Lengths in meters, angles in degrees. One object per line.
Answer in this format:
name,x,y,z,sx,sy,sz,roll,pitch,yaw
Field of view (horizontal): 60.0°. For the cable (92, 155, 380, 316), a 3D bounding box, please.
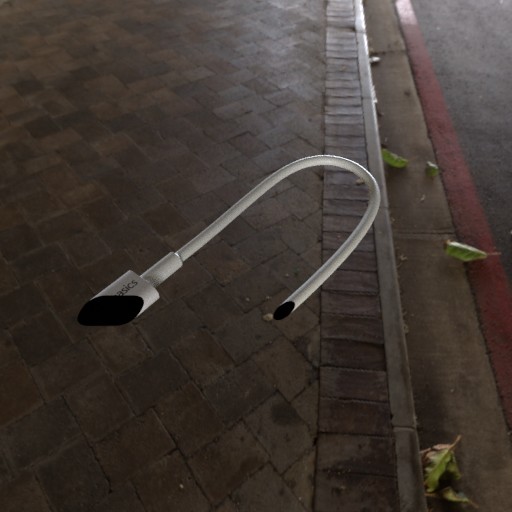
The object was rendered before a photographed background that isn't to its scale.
cable,0.000,0.000,0.111,0.041,0.005,0.098,31,55,25
